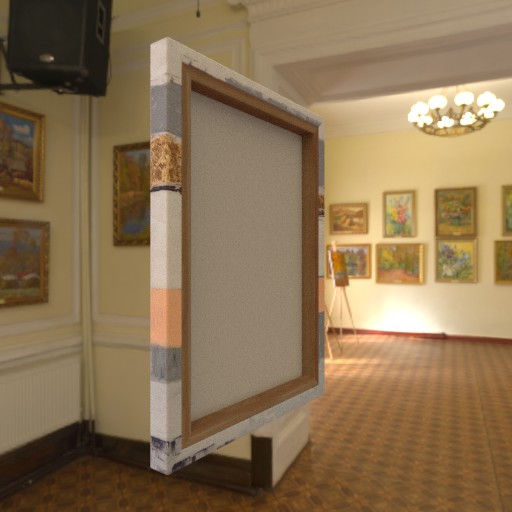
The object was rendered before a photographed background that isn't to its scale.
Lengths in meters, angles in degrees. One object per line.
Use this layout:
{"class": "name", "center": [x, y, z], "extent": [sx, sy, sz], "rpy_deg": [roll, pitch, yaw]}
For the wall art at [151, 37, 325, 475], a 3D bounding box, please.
{"class": "wall art", "center": [0.000, 0.000, 0.806], "extent": [0.038, 0.609, 0.456], "rpy_deg": [0, 0, 37]}
